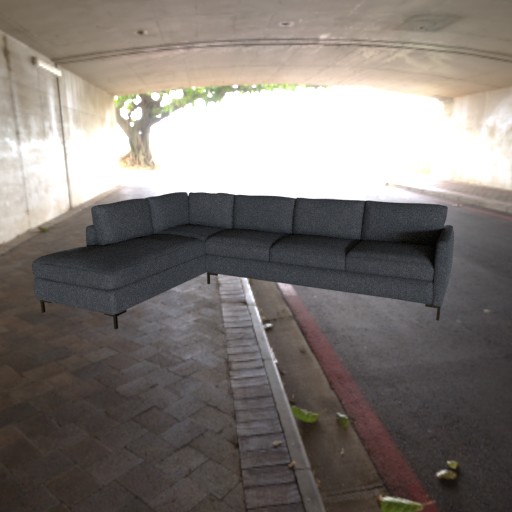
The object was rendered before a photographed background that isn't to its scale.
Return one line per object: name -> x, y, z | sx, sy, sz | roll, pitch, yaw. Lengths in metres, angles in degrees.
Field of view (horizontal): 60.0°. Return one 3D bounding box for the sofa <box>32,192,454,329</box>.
sofa -> 0.000, 0.000, 3.675 | 2.949, 0.815, 2.007 | 7, 15, 25
